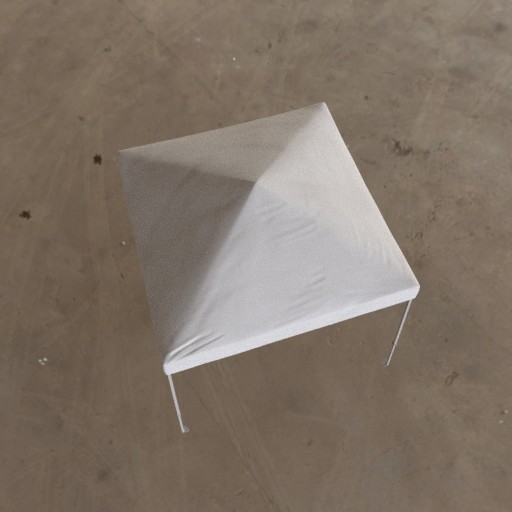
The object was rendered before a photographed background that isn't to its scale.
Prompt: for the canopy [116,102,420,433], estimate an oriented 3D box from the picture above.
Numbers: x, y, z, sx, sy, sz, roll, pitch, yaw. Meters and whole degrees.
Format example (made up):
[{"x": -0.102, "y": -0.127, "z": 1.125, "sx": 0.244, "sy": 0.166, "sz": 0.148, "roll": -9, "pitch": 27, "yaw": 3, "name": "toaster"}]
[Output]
[{"x": 0.000, "y": 0.000, "z": 5.110, "sx": 2.849, "sy": 2.849, "sz": 2.848, "roll": -16, "pitch": 65, "yaw": -8, "name": "canopy"}]
